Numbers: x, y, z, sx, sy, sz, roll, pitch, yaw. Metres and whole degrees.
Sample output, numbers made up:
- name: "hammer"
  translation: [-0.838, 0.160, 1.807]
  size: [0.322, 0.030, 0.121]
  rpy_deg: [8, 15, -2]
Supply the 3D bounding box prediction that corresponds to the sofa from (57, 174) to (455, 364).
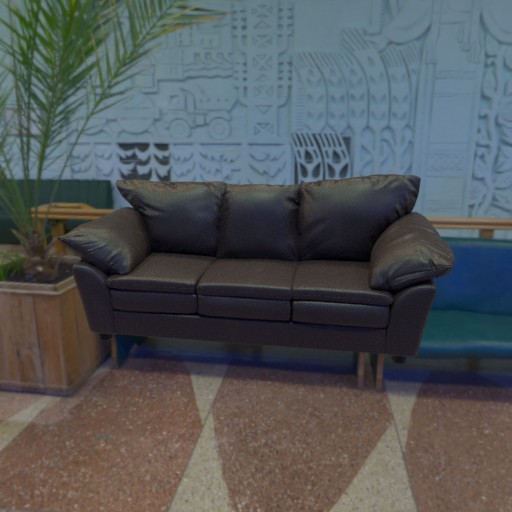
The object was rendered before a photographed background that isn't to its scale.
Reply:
- name: "sofa"
  translation: [0.000, 0.000, 3.039]
  size: [2.390, 1.091, 0.907]
  rpy_deg: [2, 15, 9]
